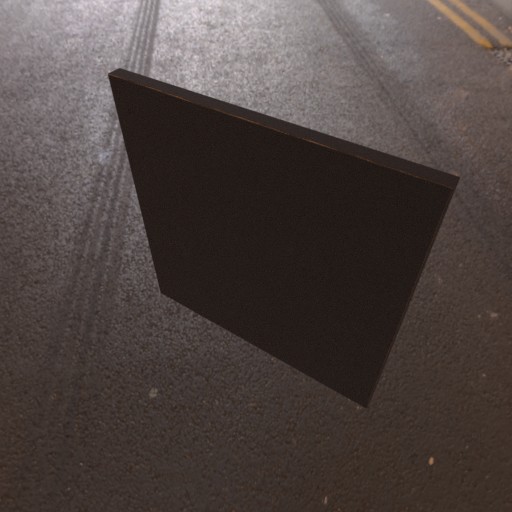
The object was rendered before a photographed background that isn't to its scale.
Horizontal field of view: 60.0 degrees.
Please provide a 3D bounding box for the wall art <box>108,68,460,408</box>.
[{"bbox_3d":[0.000,0.000,1.120,0.762,0.762,0.038,25,51,22],"label":"wall art"}]
